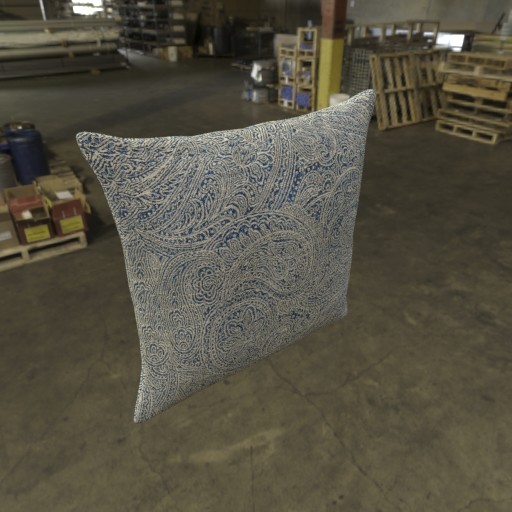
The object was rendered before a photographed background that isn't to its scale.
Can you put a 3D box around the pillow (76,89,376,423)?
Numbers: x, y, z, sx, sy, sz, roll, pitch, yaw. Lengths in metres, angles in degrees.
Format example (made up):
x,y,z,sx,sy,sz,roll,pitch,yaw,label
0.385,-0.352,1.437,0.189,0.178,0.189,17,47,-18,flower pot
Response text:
x,y,z,sx,sy,sz,roll,pitch,yaw,label
0.000,0.000,0.778,0.523,0.510,0.166,-20,36,-30,pillow
